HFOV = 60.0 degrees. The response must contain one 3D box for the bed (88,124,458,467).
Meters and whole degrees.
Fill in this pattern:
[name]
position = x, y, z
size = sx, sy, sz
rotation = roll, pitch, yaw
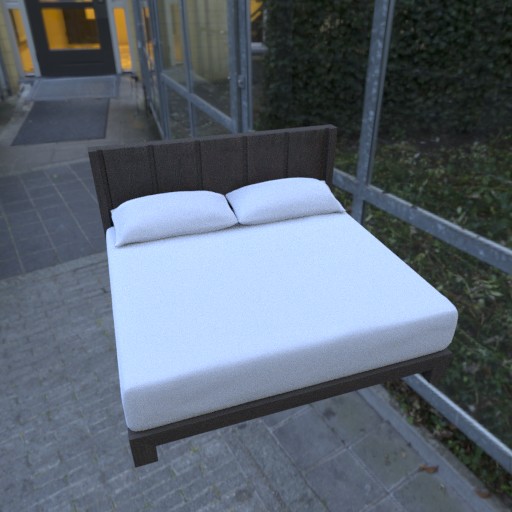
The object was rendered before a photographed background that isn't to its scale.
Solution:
[bed]
position = 0.000, 0.000, 3.311
size = 2.134, 1.270, 2.012
rotation = -10, 33, -16
